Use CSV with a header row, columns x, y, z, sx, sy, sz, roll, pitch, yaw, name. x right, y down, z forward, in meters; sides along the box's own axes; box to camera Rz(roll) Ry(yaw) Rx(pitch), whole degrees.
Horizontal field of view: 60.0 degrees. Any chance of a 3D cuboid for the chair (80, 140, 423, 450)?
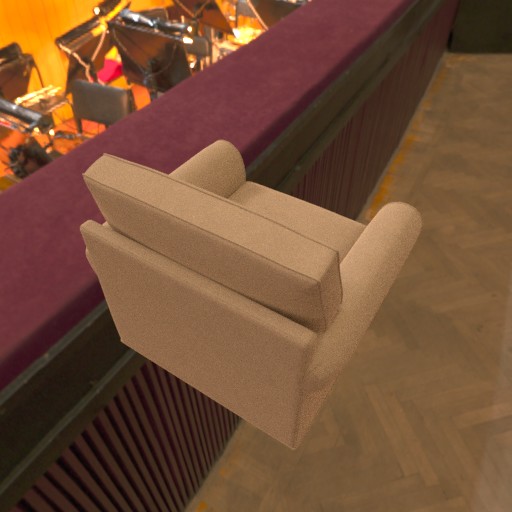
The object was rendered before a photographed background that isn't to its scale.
x,y,z,sx,sy,sz,roll,pitch,yaw,name
0.000,0.000,1.761,1.040,0.955,0.863,24,50,22,chair
